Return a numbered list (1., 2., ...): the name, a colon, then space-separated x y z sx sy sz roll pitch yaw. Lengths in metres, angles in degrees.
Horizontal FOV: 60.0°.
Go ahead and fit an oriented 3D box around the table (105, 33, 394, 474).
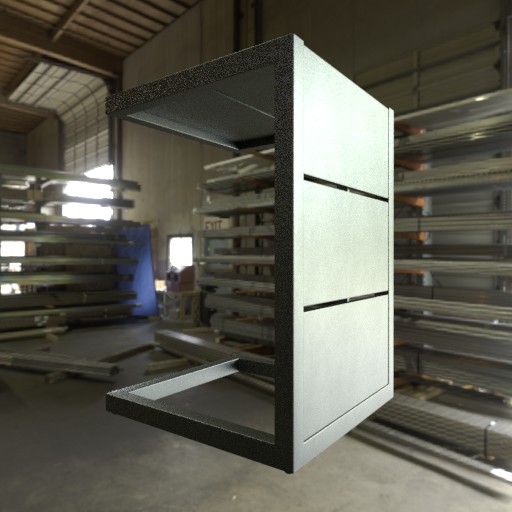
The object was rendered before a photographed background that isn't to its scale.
1. table: 0.000 0.000 0.889 0.420 0.609 0.405 0 0 36
